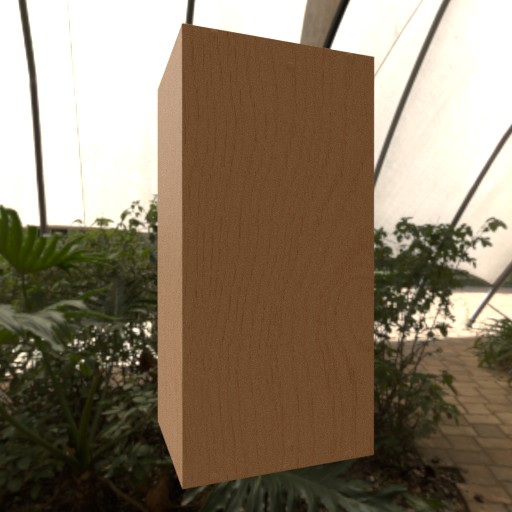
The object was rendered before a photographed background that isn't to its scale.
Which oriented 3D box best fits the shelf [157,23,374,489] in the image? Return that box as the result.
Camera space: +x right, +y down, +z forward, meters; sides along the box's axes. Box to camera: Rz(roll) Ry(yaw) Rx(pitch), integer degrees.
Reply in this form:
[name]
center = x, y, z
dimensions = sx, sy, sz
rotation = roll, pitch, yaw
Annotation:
[shelf]
center = 0.000, 0.000, 0.735
dimensions = 0.290, 0.600, 0.250
rotation = 0, 0, -20
